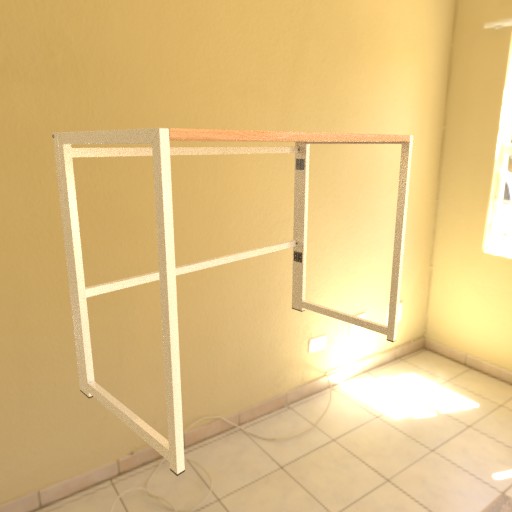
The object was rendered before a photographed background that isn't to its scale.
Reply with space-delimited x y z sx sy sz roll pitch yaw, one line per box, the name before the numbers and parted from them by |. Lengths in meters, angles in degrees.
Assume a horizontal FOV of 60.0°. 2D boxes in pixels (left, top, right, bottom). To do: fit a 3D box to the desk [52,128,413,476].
desk | 0.000 0.000 1.434 1.016 0.762 0.508 -14 20 -43
